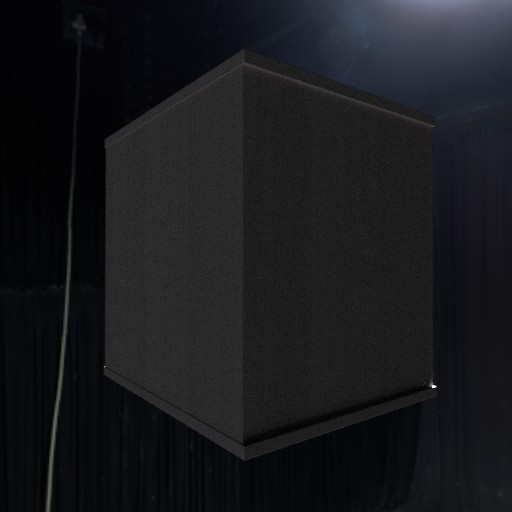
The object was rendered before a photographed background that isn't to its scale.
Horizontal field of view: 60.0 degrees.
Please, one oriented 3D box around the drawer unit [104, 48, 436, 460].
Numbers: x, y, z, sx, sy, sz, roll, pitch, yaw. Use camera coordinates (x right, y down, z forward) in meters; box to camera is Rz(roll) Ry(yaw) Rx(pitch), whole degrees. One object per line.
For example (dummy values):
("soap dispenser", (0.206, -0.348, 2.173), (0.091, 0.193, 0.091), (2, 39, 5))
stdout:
("drawer unit", (0.000, 0.000, 0.596), (0.290, 0.344, 0.349), (0, -1, -37))
